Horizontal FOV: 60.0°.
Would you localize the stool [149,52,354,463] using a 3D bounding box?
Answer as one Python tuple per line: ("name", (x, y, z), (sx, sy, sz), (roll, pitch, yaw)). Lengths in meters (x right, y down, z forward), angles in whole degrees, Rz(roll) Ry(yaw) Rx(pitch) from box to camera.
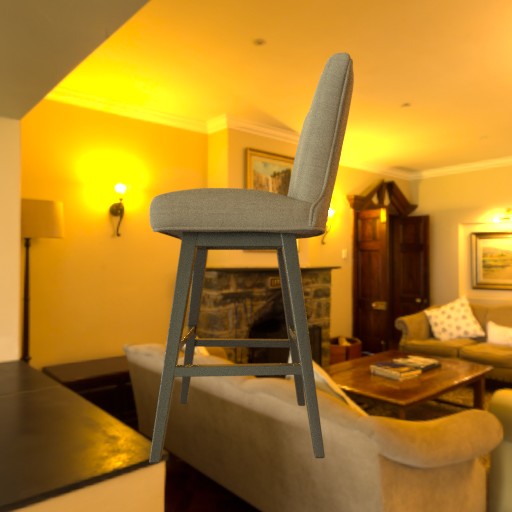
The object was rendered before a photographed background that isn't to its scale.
("stool", (0.000, 0.000, 1.413), (0.574, 1.086, 0.514), (0, -1, -1))
